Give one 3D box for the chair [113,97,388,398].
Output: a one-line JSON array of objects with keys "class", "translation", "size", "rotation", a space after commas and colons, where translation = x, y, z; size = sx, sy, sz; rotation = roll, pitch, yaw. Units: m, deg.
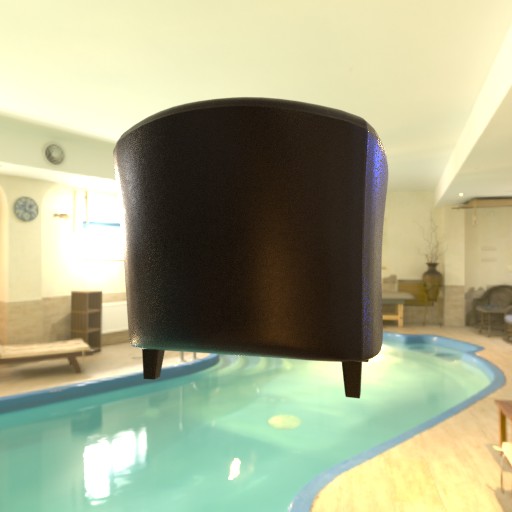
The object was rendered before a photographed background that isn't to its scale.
[{"class": "chair", "translation": [0.000, 0.000, 1.387], "size": [0.793, 0.756, 0.727], "rotation": [0, 0, 17]}]
